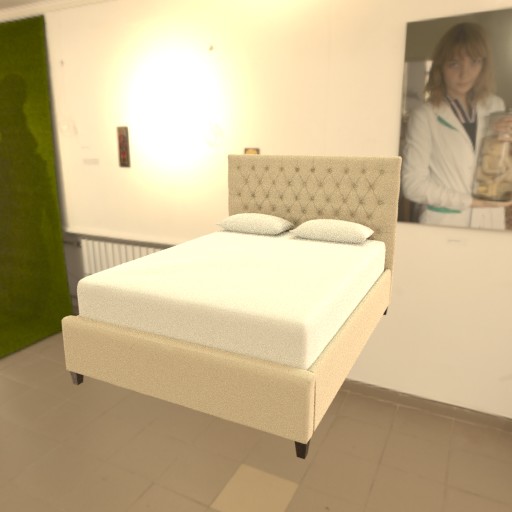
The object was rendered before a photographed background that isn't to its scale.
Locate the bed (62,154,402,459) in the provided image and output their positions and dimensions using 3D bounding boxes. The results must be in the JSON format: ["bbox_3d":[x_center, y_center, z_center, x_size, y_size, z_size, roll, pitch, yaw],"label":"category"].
[{"bbox_3d":[0.000,0.000,3.342,1.696,1.426,2.233,7,16,25],"label":"bed"}]
